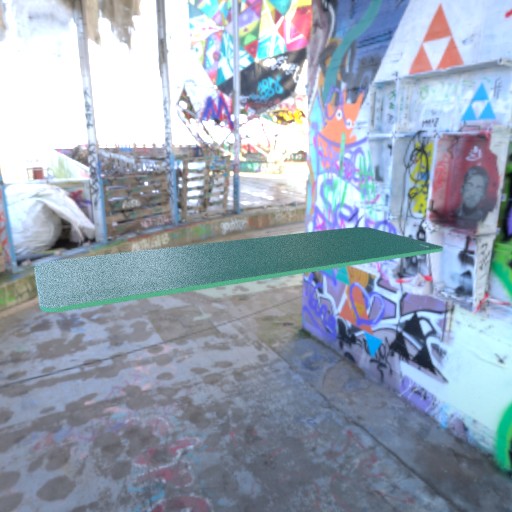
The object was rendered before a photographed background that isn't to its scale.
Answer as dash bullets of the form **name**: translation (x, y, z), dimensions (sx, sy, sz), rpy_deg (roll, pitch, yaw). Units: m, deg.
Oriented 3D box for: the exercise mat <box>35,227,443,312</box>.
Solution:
- **exercise mat**: translation (0.000, 0.000, 2.087), dimensions (1.869, 0.021, 0.616), rpy_deg (-7, 17, -26)
